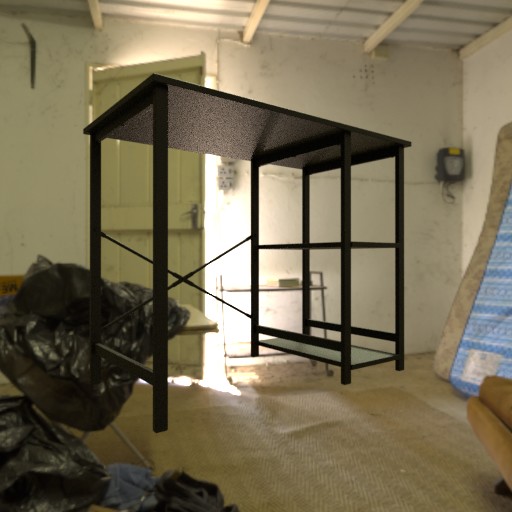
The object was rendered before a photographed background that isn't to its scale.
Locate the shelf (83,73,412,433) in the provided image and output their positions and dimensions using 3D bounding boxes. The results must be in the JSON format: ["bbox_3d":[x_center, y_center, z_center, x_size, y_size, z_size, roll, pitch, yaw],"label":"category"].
[{"bbox_3d":[0.000,0.000,1.378,0.902,0.749,0.498,0,0,-37],"label":"shelf"}]
